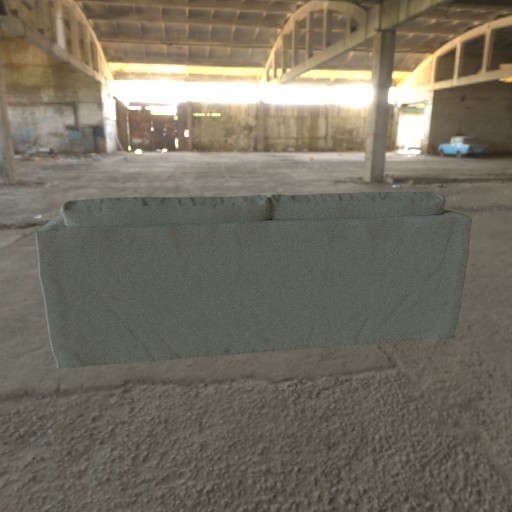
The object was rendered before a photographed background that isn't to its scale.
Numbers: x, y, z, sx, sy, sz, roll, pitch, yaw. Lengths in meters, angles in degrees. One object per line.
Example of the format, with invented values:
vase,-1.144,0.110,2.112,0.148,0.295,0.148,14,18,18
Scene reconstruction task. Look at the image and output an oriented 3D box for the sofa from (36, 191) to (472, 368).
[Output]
sofa,0.000,0.000,2.786,2.312,0.853,0.962,-2,16,-9
